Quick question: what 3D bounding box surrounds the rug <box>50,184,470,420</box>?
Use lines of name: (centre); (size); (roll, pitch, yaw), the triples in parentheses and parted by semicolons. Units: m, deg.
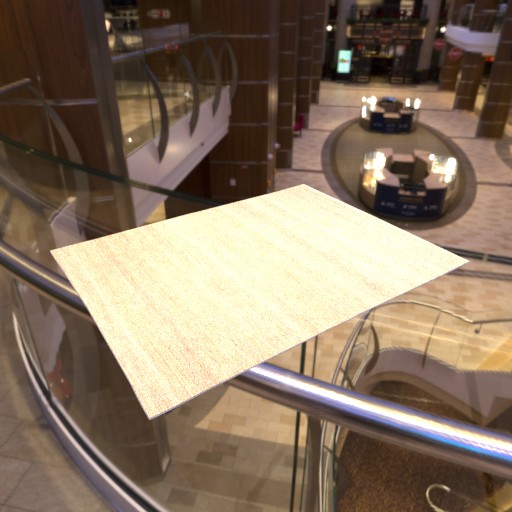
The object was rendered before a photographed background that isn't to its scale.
rug: (0.000, 0.000, 4.280); (3.245, 0.046, 2.467); (-19, 35, -29)
